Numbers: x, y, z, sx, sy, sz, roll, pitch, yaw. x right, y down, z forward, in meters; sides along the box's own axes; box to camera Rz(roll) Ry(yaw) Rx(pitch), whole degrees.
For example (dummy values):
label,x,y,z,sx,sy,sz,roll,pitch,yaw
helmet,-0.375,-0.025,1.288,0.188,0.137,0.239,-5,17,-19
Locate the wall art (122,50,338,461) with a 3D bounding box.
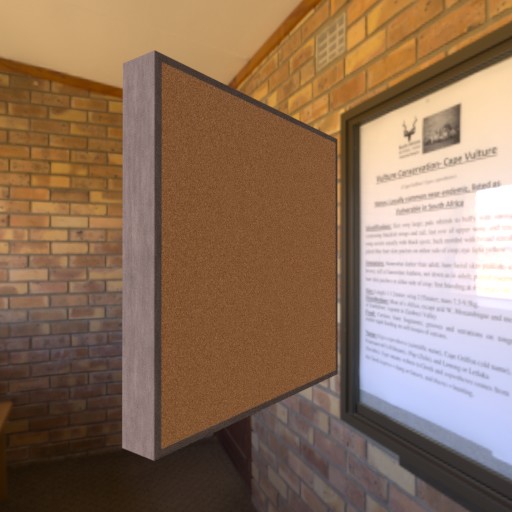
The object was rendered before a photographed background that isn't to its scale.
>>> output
label,x,y,z,sx,sy,sz,roll,pitch,yaw
wall art,0.000,0.000,0.458,0.038,0.302,0.303,0,0,36
